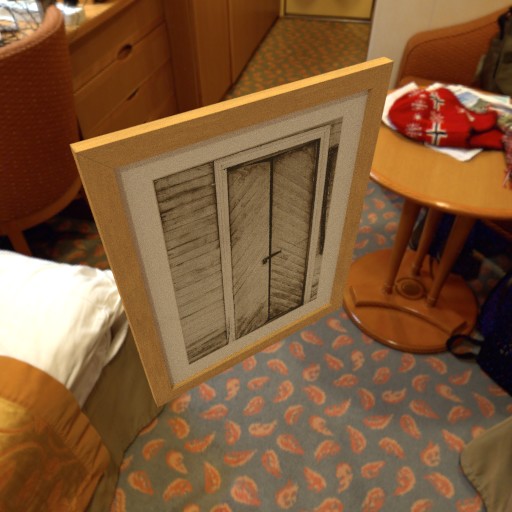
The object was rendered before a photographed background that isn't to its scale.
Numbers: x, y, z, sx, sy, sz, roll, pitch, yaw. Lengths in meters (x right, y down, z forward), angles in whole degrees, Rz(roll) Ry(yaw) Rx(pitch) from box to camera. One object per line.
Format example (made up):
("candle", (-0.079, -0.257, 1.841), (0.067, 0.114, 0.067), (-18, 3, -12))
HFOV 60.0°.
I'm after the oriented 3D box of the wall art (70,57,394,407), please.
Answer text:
("wall art", (0.000, 0.000, 0.753), (0.460, 0.561, 0.020), (-24, 49, -23))
